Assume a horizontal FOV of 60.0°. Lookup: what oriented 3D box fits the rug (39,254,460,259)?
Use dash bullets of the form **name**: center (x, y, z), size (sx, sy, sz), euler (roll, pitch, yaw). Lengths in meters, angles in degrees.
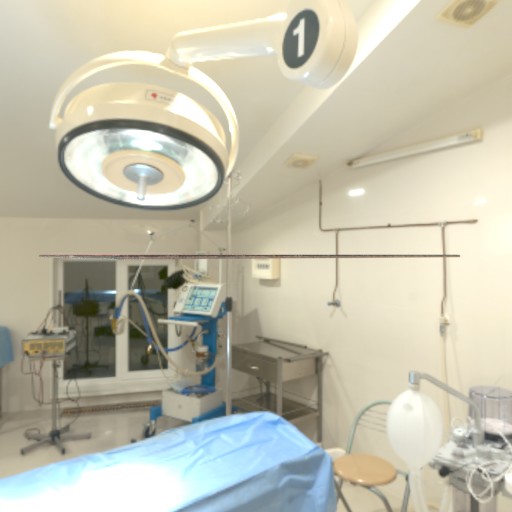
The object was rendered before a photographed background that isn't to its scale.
- **rug**: center (0.000, 0.000, 3.019), size (2.449, 0.018, 1.539), euler (0, 0, -36)
